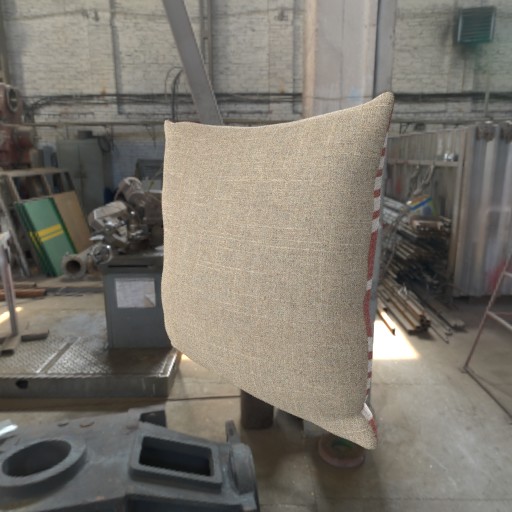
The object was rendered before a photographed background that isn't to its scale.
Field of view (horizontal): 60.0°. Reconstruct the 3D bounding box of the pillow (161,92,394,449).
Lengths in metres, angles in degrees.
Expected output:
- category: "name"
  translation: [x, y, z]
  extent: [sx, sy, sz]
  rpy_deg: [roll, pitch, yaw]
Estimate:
- category: "pillow"
  translation: [0.000, 0.000, 0.662]
  extent: [0.439, 0.427, 0.182]
  rpy_deg: [13, 18, 43]
